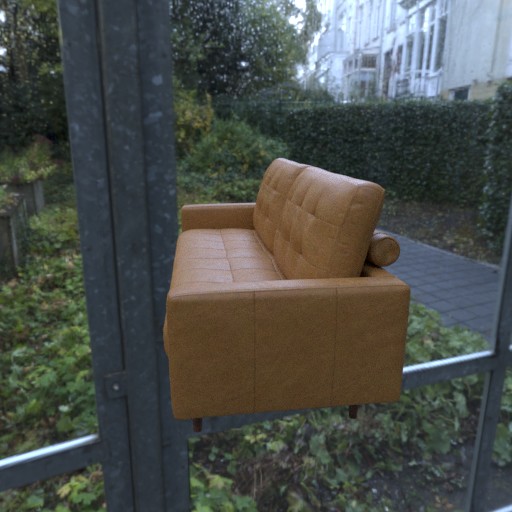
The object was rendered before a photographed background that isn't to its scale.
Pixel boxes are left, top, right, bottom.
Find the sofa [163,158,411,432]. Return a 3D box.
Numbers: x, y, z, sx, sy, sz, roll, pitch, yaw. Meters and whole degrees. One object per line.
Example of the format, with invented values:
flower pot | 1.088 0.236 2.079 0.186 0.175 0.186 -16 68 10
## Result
sofa | 0.000 0.000 2.261 0.850 0.898 1.821 -2 15 -7
